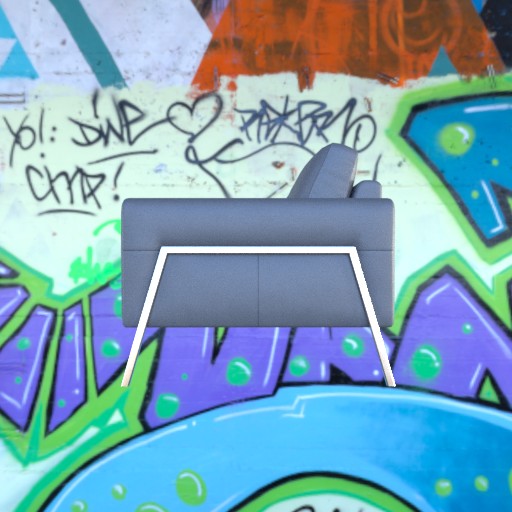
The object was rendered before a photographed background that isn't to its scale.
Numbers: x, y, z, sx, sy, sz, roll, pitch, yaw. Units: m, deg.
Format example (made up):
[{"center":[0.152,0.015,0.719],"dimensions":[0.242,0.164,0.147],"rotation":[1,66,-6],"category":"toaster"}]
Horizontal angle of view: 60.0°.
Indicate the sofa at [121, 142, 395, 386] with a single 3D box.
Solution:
[{"center":[0.000,0.000,2.499],"dimensions":[0.953,0.875,2.017],"rotation":[0,0,0],"category":"sofa"}]
